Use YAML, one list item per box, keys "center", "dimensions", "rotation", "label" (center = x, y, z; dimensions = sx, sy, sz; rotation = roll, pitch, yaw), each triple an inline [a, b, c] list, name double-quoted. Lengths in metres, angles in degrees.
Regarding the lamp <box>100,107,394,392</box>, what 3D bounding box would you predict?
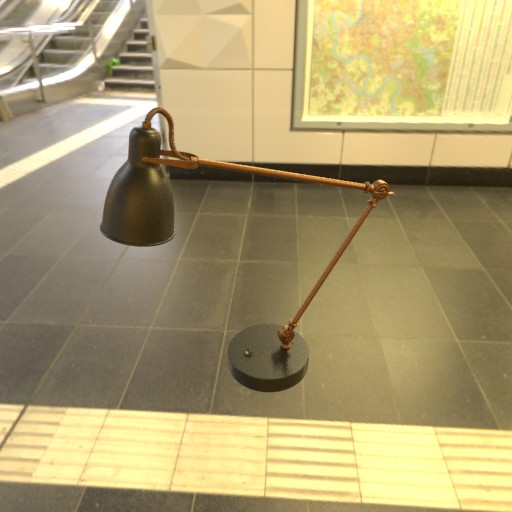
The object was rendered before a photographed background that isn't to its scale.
- center: [0.000, 0.000, 0.884]
  dimensions: [0.561, 0.587, 0.187]
  rotation: [-8, 31, -14]
  label: "lamp"
